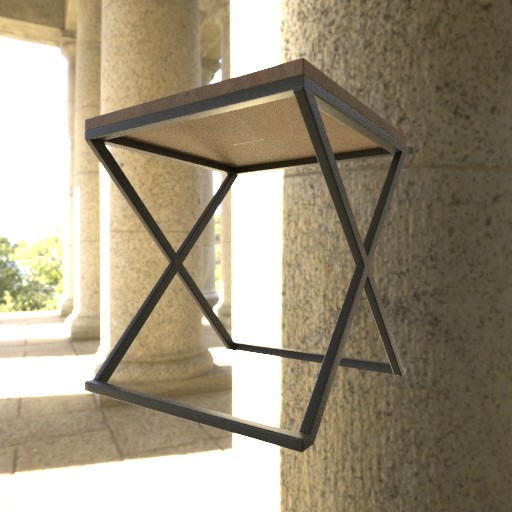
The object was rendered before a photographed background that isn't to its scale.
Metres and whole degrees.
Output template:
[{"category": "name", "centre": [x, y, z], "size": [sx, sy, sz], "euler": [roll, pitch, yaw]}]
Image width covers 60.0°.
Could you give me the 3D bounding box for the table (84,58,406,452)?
[{"category": "table", "centre": [0.000, 0.000, 0.954], "size": [0.499, 0.550, 0.498], "euler": [0, 0, 35]}]
